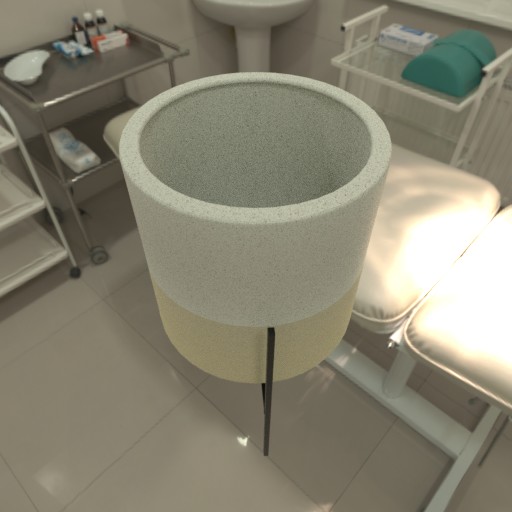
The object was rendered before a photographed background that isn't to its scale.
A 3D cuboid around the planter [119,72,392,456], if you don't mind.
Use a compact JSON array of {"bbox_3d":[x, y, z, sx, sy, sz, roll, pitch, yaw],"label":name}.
[{"bbox_3d":[0.000,0.000,0.533,0.263,0.362,0.267,34,56,28],"label":"planter"}]
